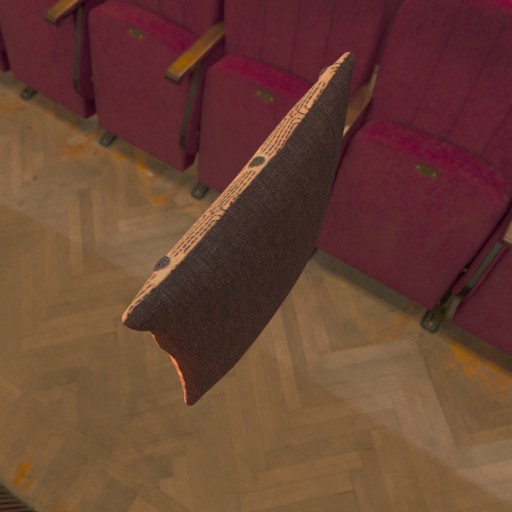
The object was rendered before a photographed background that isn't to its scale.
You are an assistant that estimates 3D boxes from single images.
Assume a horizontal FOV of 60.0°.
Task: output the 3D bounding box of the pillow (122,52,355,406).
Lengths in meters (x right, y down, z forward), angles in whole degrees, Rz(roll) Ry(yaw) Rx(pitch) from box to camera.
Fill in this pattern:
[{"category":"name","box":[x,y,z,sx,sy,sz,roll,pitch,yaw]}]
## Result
[{"category":"pillow","box":[0.000,0.000,0.782,0.145,0.510,0.510,31,67,15]}]
